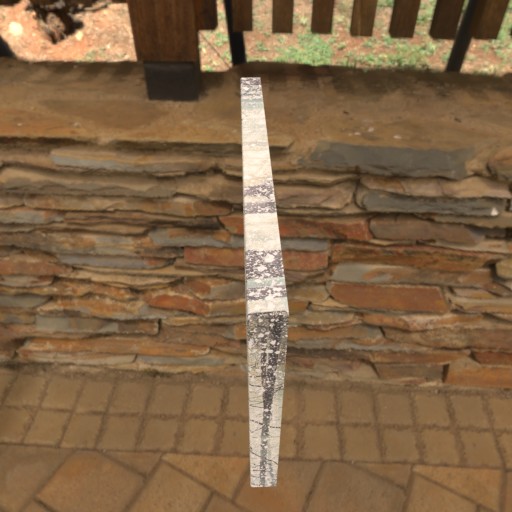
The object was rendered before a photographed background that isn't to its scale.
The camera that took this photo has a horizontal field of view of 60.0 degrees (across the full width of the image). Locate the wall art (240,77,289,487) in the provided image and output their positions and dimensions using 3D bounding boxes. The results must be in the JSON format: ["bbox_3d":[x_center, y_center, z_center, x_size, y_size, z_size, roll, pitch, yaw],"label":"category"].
[{"bbox_3d":[0.000,0.000,0.777,0.042,0.398,0.618,-1,41,-1],"label":"wall art"}]
